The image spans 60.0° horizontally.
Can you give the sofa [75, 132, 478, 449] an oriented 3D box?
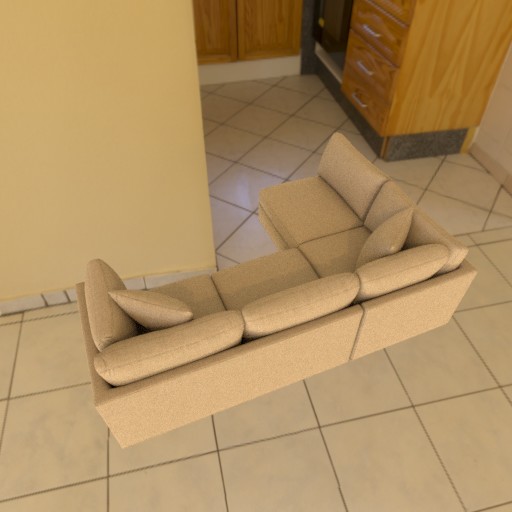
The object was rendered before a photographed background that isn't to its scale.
[{"bbox_3d":[0.000,0.000,3.802,2.896,0.978,1.994,-16,47,-16],"label":"sofa"}]
